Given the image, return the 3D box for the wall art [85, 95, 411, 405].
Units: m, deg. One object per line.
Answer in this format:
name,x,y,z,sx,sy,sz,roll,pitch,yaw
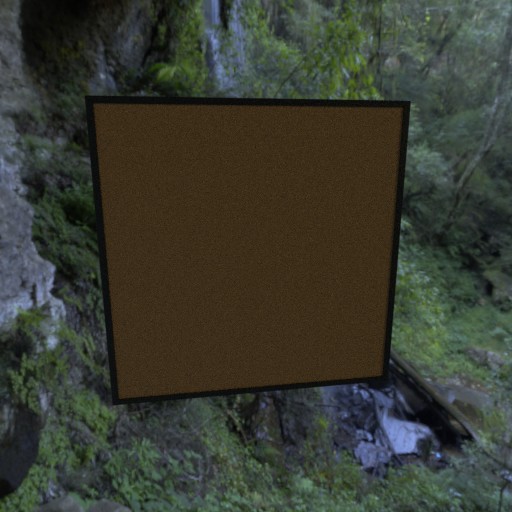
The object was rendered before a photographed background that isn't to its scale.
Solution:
wall art,0.000,0.000,1.137,0.763,0.763,0.039,-2,15,-9
